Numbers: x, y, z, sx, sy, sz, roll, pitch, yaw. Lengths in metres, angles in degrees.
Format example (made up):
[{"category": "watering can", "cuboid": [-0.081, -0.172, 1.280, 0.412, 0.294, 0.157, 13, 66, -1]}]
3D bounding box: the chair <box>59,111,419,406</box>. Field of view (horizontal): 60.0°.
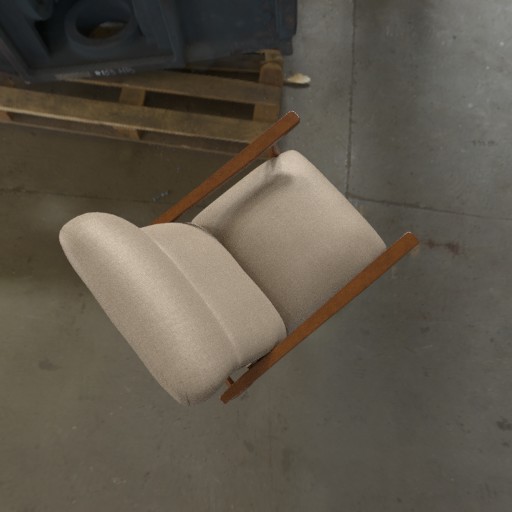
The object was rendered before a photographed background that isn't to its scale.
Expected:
[{"category": "chair", "cuboid": [0.000, 0.000, 1.794, 1.032, 1.082, 0.762, -38, 78, -10]}]
